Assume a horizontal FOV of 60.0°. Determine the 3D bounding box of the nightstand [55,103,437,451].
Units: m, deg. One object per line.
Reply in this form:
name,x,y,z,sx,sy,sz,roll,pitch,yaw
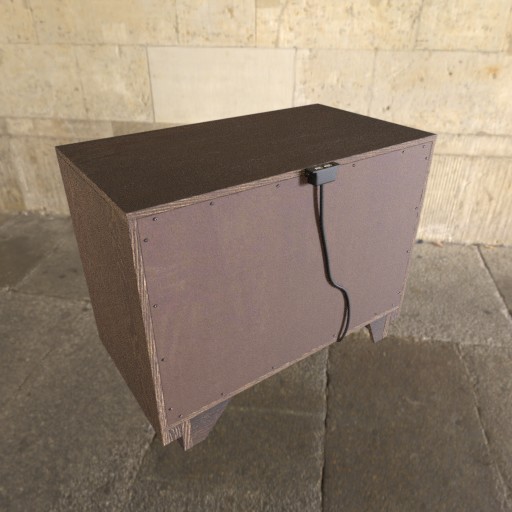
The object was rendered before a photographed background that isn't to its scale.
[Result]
nightstand,0.000,0.000,1.168,0.775,0.612,0.457,-20,36,-30
